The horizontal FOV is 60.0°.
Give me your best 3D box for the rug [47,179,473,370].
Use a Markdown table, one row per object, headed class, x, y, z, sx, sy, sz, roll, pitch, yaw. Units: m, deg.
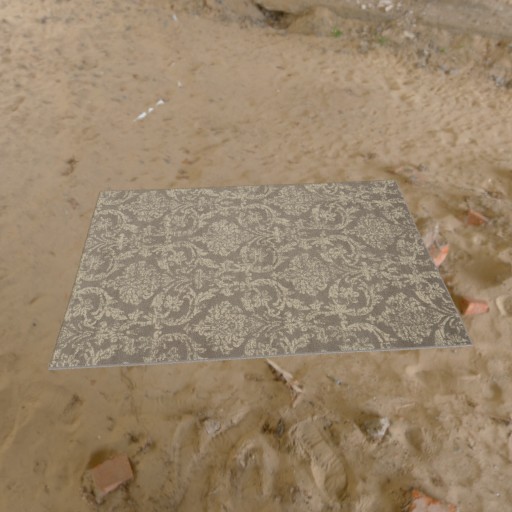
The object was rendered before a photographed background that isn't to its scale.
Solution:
| class | x | y | z | sx | sy | sz | roll | pitch | yaw |
| --- | --- | --- | --- | --- | --- | --- | --- | --- | --- |
| rug | 0.000 | 0.000 | 3.473 | 2.746 | 0.018 | 1.819 | -3 | 46 | -3 |
